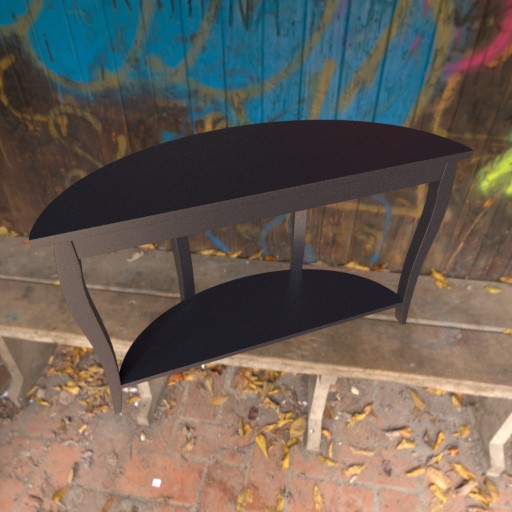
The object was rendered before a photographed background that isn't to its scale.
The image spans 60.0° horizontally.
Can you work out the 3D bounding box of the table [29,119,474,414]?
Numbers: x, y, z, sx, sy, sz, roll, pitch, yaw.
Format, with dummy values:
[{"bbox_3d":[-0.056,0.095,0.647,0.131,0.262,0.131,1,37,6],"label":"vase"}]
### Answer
[{"bbox_3d":[0.000,0.000,1.538,1.219,0.780,0.394,-14,43,-15],"label":"table"}]
